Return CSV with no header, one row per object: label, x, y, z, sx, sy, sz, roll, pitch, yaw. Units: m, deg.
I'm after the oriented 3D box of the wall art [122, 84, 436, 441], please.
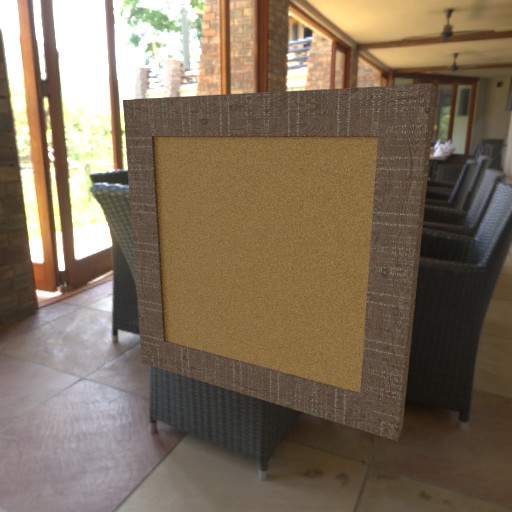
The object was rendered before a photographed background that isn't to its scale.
wall art,0.000,0.000,0.771,0.531,0.531,0.040,8,17,27
